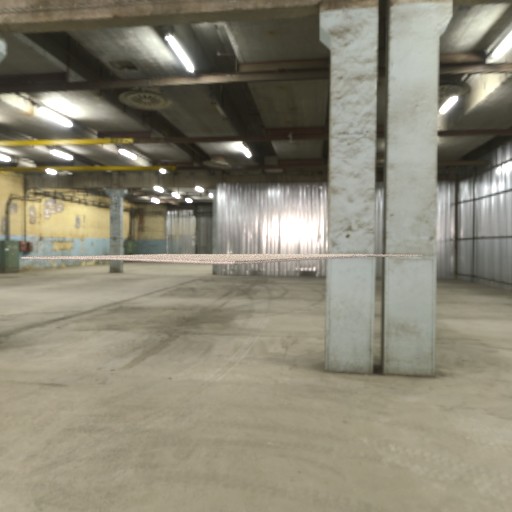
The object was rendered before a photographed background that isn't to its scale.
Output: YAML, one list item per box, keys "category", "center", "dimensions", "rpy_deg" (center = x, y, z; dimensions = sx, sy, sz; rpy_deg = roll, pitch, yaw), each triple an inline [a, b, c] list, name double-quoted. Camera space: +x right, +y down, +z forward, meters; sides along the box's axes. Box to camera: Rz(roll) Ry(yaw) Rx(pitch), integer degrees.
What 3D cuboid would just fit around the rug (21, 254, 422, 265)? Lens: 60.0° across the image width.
- category: "rug"
  center: [0.000, 0.000, 2.256]
  dimensions: [1.154, 0.021, 1.792]
  rpy_deg: [1, 1, 36]
